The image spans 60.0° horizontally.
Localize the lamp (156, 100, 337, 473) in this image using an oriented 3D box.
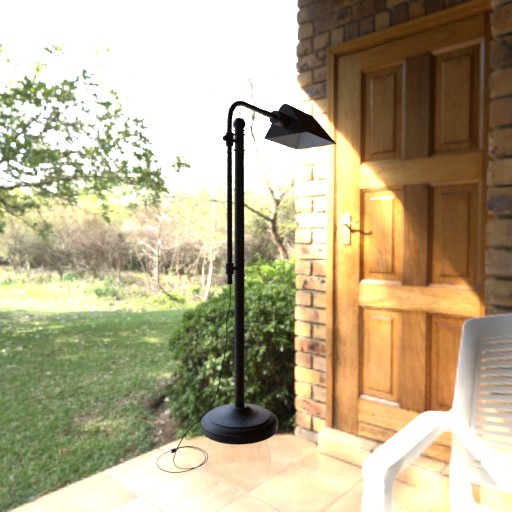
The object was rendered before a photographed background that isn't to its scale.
[{"bbox_3d":[0.000,0.000,0.955,0.159,0.708,0.545,1,2,35],"label":"lamp"}]
